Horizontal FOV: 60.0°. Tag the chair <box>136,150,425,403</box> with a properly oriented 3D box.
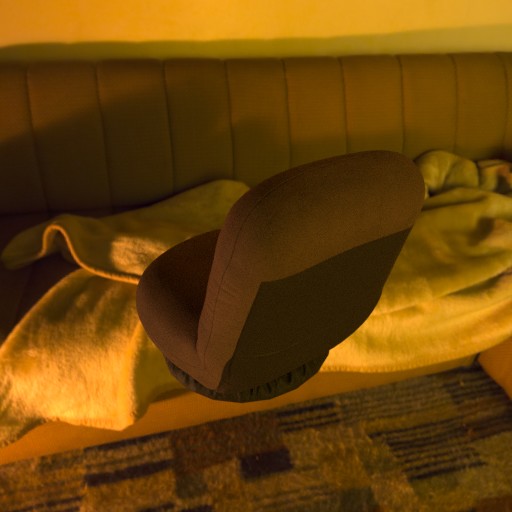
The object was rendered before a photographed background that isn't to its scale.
[{"bbox_3d":[0.000,0.000,1.025,0.521,0.594,0.597,-20,36,-29],"label":"chair"}]
